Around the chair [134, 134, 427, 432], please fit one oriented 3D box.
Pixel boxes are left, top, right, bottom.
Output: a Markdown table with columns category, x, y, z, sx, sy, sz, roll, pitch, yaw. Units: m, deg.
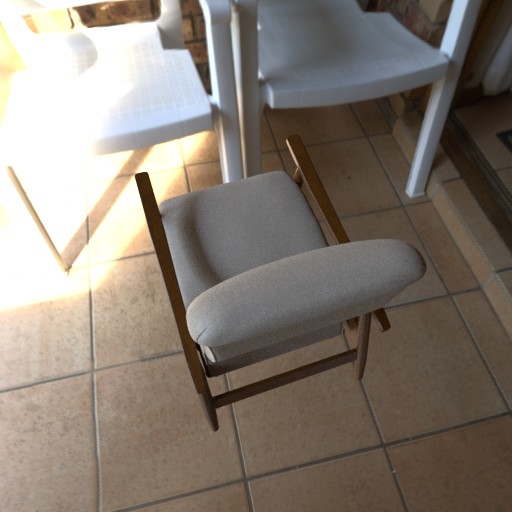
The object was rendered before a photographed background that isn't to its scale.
| category | x | y | z | sx | sy | sz | roll | pitch | yaw |
| --- | --- | --- | --- | --- | --- | --- | --- | --- | --- |
| chair | 0.000 | 0.000 | 1.788 | 0.762 | 1.082 | 1.030 | -16 | 59 | -10 |
